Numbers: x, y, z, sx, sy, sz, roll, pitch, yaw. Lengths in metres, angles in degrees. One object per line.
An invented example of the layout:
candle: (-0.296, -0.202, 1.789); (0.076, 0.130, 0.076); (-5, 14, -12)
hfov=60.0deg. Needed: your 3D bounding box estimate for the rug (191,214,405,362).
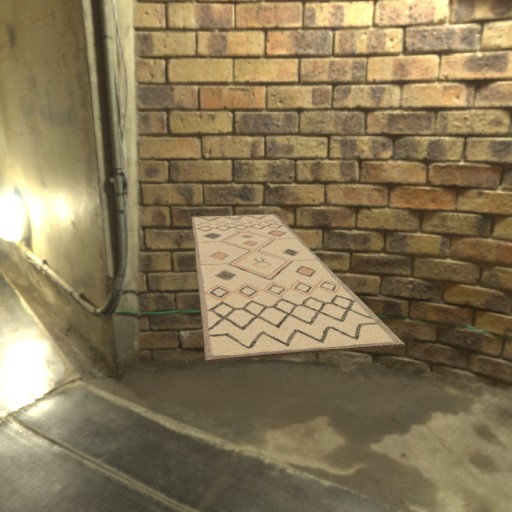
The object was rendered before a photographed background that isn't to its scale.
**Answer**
rug: (0.000, 0.000, 2.759); (0.750, 0.011, 2.435); (-3, 17, -9)
